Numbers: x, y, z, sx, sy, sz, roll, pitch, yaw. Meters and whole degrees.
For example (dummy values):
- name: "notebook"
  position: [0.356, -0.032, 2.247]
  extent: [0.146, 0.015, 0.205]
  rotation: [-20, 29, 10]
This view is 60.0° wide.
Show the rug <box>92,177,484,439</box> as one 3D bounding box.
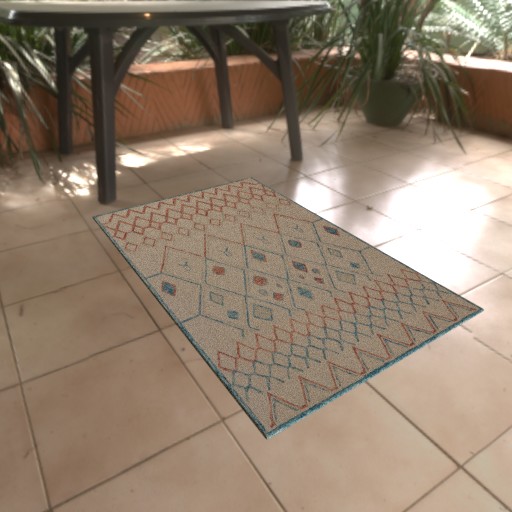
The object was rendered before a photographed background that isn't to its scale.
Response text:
- name: "rug"
  position: [0.000, 0.000, 3.042]
  extent: [1.524, 0.015, 2.438]
  rotation: [-19, 37, -28]
